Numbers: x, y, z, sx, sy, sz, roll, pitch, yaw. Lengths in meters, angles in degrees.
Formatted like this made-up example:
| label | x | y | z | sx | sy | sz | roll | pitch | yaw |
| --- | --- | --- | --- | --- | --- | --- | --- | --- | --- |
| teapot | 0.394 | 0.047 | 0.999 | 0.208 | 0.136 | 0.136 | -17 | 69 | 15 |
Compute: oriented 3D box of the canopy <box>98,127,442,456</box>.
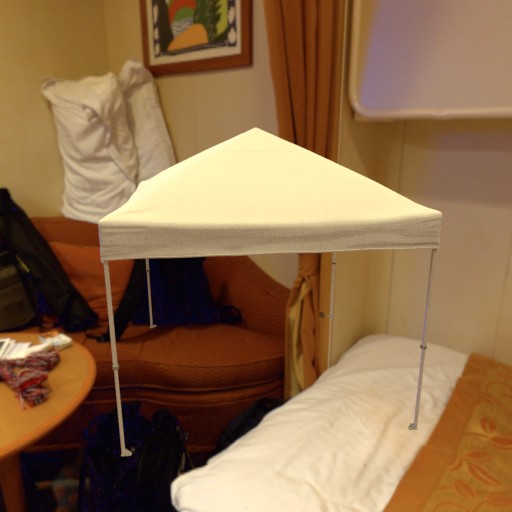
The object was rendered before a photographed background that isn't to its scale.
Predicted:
| label | x | y | z | sx | sy | sz | roll | pitch | yaw |
| --- | --- | --- | --- | --- | --- | --- | --- | --- | --- |
| canopy | 0.000 | 0.000 | 5.381 | 2.998 | 2.997 | 2.996 | -2 | 16 | -7 |
